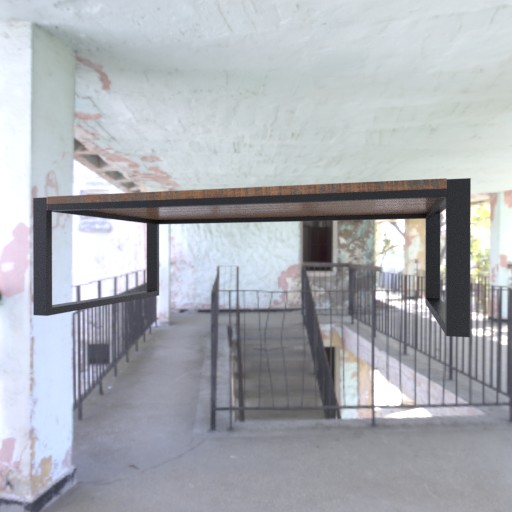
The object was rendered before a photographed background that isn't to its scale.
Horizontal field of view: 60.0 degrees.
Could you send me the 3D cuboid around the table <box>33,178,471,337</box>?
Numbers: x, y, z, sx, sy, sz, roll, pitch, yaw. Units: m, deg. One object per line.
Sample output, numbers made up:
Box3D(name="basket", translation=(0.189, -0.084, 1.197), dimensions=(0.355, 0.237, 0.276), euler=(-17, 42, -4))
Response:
Box3D(name="table", translation=(0.000, 0.000, 1.663), dimensions=(1.350, 0.400, 0.750), euler=(0, 0, 17))
